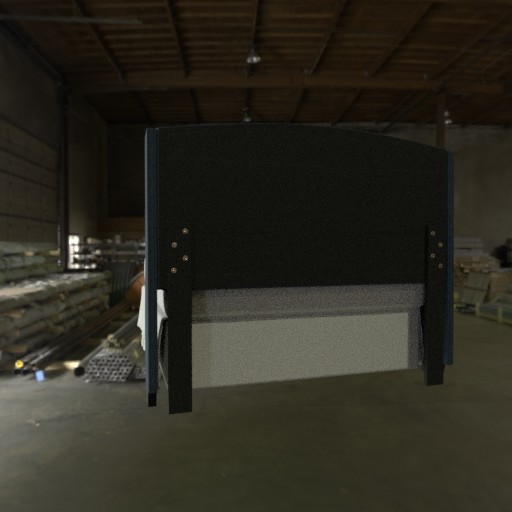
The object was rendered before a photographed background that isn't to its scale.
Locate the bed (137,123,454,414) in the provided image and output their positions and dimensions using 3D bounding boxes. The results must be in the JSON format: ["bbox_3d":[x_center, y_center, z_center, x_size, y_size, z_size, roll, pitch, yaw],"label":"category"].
[{"bbox_3d":[0.000,0.000,3.332,1.710,1.407,2.237,0,2,-17],"label":"bed"}]
